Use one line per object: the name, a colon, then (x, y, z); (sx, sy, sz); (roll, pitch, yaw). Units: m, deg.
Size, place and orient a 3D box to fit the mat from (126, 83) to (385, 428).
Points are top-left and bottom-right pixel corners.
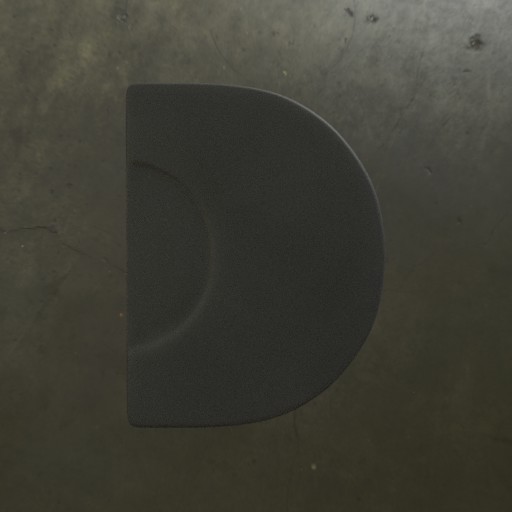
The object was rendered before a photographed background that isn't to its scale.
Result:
mat: (0.000, 0.000, 1.567); (0.917, 0.016, 1.220); (0, 91, 0)
